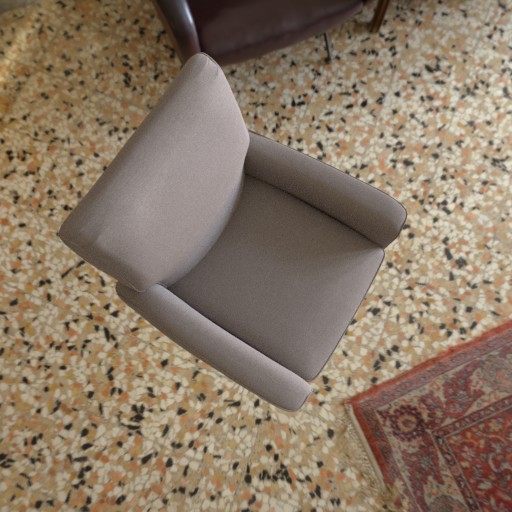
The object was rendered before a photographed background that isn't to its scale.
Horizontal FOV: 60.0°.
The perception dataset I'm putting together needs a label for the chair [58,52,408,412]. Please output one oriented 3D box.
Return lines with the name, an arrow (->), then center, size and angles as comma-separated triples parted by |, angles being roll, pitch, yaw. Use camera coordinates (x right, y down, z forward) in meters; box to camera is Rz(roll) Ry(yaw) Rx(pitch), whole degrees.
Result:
chair -> 0.000, 0.000, 1.639 | 0.859, 1.023, 0.845 | 31, 77, 8
